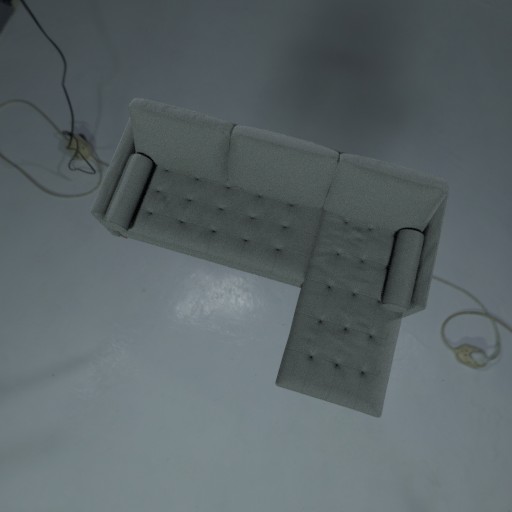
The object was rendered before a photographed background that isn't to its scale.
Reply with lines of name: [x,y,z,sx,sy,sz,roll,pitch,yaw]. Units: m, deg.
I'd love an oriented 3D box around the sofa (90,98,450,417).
sofa: [0.000,0.000,2.907,2.178,0.876,1.506,16,76,4]
